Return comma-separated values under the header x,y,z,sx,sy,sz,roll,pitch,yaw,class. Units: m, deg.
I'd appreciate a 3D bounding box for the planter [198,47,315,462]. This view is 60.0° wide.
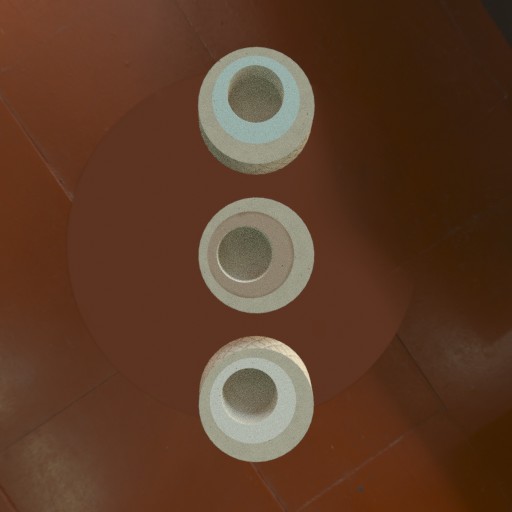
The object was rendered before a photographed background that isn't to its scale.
x,y,z,sx,sy,sz,roll,pitch,yaw,class
0.000,0.000,0.428,0.114,0.038,0.390,0,91,-1,planter
